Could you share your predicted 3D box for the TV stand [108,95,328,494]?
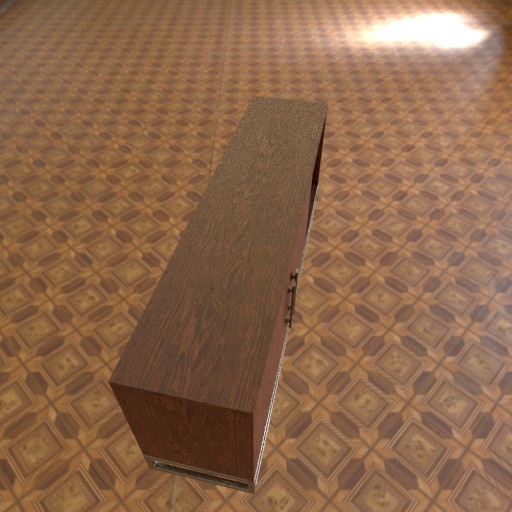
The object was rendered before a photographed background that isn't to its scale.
[{"bbox_3d":[0.000,0.000,1.770,0.382,0.578,1.541,9,46,9],"label":"TV stand"}]
